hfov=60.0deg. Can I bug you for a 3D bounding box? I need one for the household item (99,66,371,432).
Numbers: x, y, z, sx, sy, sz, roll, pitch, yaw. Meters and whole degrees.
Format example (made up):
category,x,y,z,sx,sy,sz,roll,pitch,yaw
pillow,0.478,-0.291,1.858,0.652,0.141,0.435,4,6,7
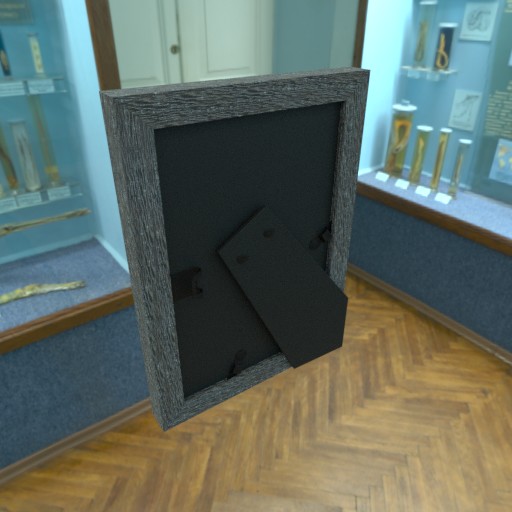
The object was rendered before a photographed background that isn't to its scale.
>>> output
category,x,y,z,sx,sy,sz,roll,pitch,yaw
household item,0.000,0.000,0.241,0.133,0.180,0.020,-19,35,-29
